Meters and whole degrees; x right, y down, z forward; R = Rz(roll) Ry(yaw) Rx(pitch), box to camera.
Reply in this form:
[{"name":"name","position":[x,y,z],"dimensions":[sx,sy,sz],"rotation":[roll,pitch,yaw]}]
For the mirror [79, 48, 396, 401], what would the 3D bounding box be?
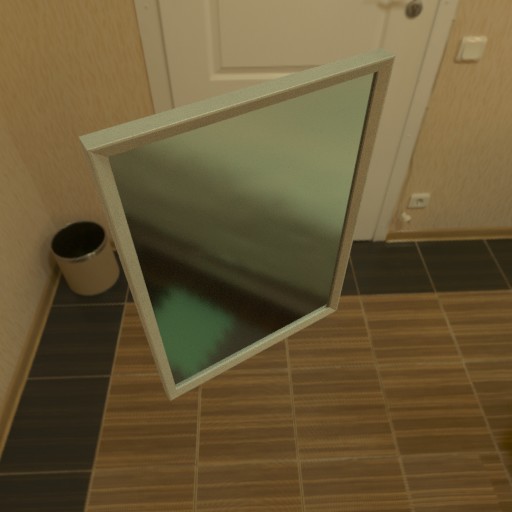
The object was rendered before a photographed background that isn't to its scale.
[{"name":"mirror","position":[0.000,0.000,0.901],"dimensions":[0.507,0.710,0.039],"rotation":[-24,52,-21]}]
